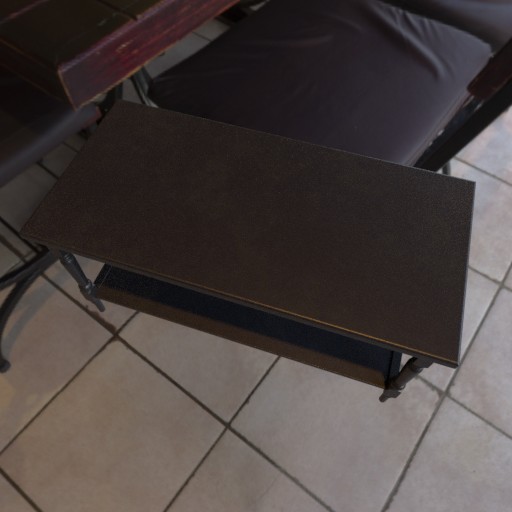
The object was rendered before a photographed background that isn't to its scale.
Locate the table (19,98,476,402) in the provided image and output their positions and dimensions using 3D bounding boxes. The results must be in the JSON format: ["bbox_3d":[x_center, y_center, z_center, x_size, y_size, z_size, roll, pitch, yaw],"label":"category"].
[{"bbox_3d":[0.000,0.000,1.400,1.107,0.510,0.550,16,60,9],"label":"table"}]
